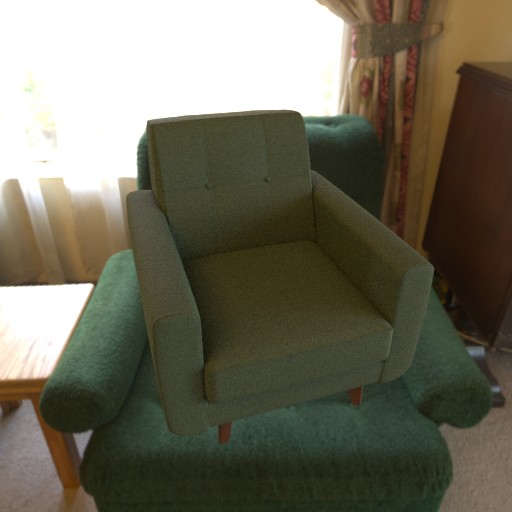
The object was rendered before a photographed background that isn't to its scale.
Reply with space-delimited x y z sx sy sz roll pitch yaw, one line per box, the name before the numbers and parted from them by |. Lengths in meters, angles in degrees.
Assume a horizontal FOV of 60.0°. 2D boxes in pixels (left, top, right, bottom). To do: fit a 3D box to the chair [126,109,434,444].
chair | 0.000 0.000 1.584 0.831 0.841 0.909 -10 32 -16
